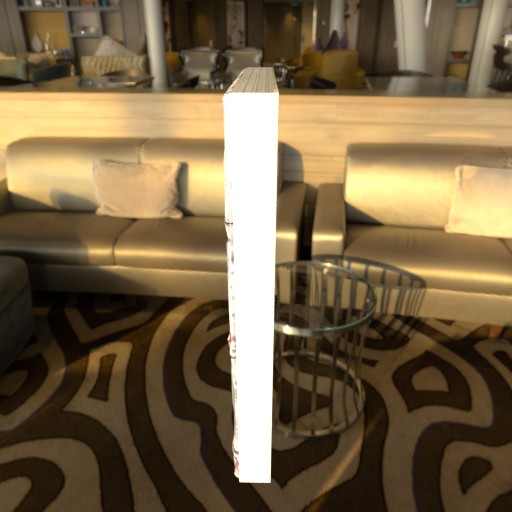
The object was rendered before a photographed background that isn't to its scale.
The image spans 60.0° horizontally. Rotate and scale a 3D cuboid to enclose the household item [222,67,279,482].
[{"bbox_3d":[0.000,0.000,0.287,0.025,0.216,0.165,1,26,1],"label":"household item"}]
